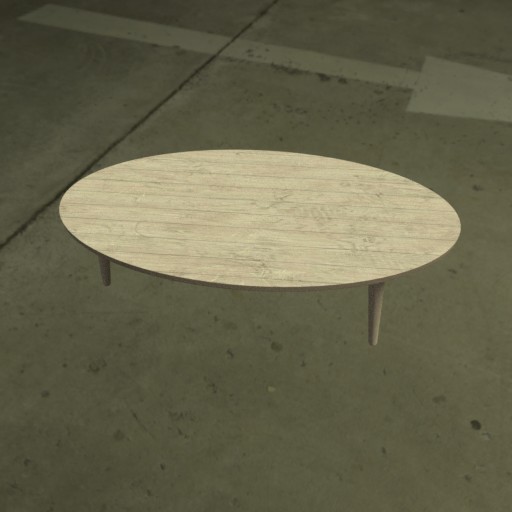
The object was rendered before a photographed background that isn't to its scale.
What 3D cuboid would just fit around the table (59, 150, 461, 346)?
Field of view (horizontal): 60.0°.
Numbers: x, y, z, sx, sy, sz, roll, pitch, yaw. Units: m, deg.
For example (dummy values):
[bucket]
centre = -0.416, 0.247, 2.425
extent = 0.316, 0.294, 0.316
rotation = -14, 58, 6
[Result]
[table]
centre = 0.000, 0.000, 1.350
extent = 1.083, 0.390, 0.542
rotation = 4, 48, 3
